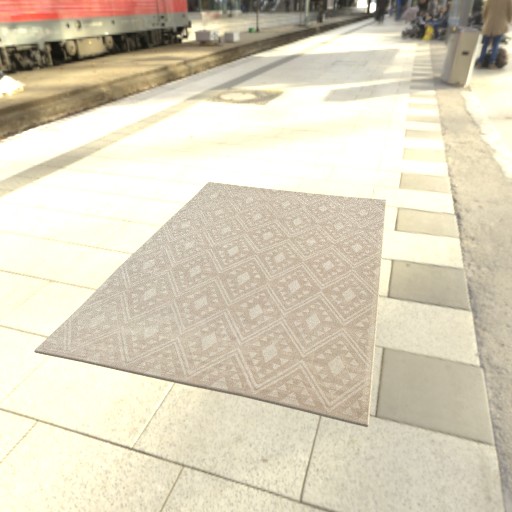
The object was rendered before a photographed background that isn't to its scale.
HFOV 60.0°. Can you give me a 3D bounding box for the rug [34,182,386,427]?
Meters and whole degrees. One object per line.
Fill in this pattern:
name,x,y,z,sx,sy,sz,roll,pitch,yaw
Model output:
rug,0.000,0.000,2.291,1.252,0.034,1.829,8,31,14
